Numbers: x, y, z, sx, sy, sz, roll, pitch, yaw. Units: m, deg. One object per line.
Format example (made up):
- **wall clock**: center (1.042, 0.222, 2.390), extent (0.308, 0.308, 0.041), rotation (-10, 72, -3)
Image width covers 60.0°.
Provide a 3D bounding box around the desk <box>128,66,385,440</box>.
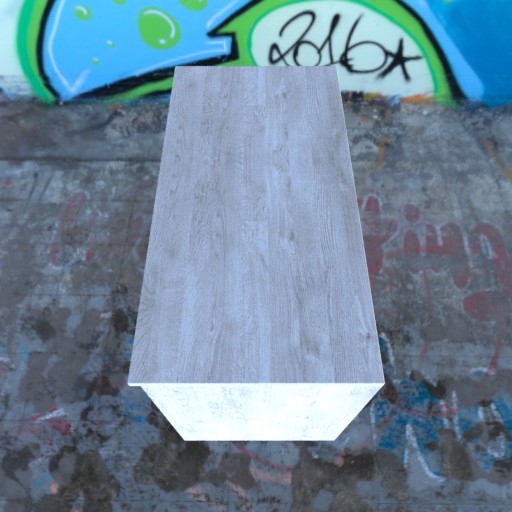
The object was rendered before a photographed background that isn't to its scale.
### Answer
- **desk**: center (0.000, 0.000, 1.562), extent (0.560, 0.730, 1.100), rotation (0, 58, 0)
